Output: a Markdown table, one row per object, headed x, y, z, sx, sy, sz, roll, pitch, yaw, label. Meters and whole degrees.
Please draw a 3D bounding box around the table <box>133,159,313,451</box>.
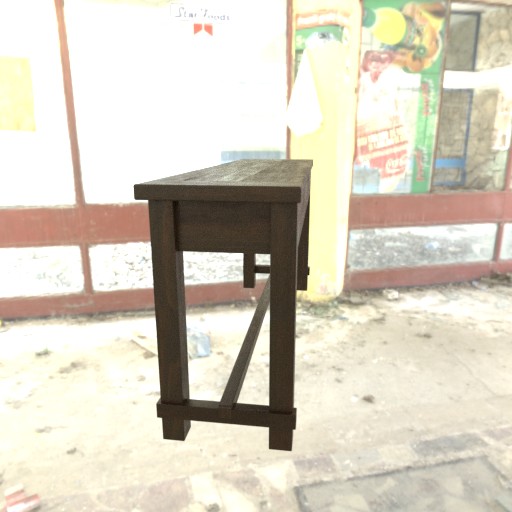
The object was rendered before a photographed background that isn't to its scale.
| x | y | z | sx | sy | sz | roll | pitch | yaw | label |
| --- | --- | --- | --- | --- | --- | --- | --- | --- | --- |
| 0.000 | 0.000 | 1.923 | 0.442 | 0.762 | 1.599 | 2 | 15 | 8 | table |
